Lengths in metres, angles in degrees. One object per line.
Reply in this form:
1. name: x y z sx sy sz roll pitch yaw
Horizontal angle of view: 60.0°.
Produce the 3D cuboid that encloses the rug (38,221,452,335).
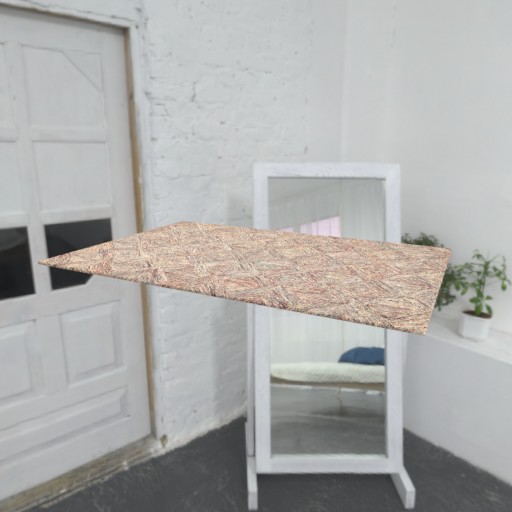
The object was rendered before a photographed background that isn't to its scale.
1. rug: 0.000 0.000 2.924 2.285 0.019 1.523 8 17 26
